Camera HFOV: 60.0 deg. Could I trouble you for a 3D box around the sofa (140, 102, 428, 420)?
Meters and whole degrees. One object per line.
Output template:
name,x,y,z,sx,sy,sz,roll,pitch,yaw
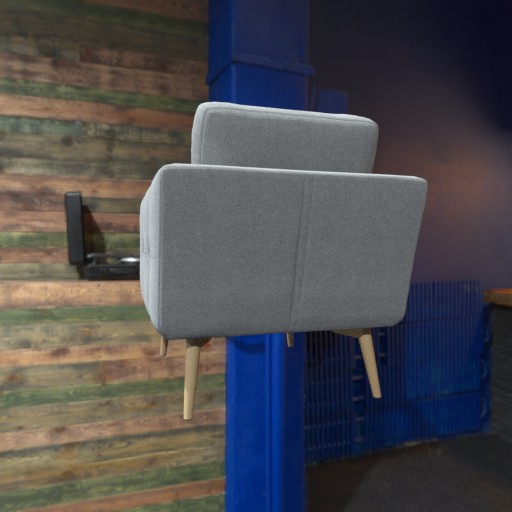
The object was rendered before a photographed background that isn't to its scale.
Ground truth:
sofa,0.000,0.000,1.569,0.770,0.860,0.920,0,1,-17
